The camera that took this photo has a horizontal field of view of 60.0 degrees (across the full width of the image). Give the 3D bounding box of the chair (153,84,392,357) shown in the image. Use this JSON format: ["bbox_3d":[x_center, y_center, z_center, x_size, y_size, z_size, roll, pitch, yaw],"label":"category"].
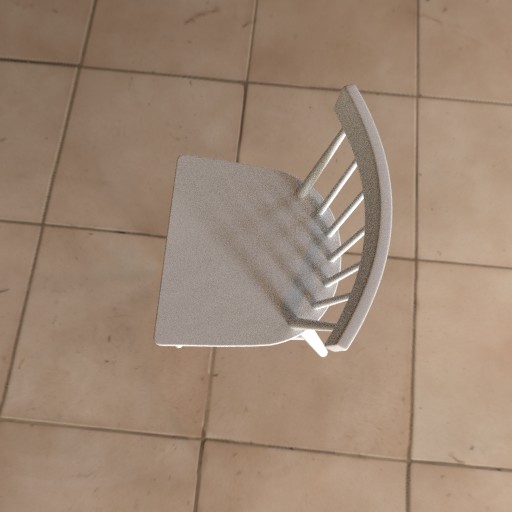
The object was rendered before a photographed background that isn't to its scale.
[{"bbox_3d":[0.000,0.000,1.124,0.500,0.787,0.483,4,76,1],"label":"chair"}]
